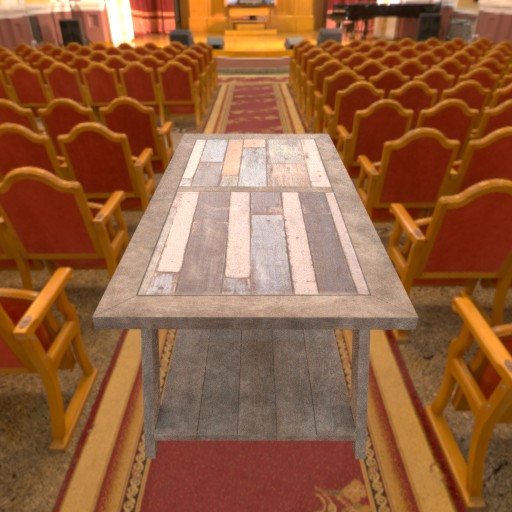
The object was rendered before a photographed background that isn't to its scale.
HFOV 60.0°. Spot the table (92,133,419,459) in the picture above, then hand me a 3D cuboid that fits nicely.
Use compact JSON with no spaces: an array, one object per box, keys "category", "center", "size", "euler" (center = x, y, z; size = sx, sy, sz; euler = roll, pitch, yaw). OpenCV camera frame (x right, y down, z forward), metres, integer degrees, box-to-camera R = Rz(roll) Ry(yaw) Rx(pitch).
[{"category":"table","center":[0.000,0.000,1.470],"size":[0.610,0.470,1.219],"euler":[0,31,0]}]
